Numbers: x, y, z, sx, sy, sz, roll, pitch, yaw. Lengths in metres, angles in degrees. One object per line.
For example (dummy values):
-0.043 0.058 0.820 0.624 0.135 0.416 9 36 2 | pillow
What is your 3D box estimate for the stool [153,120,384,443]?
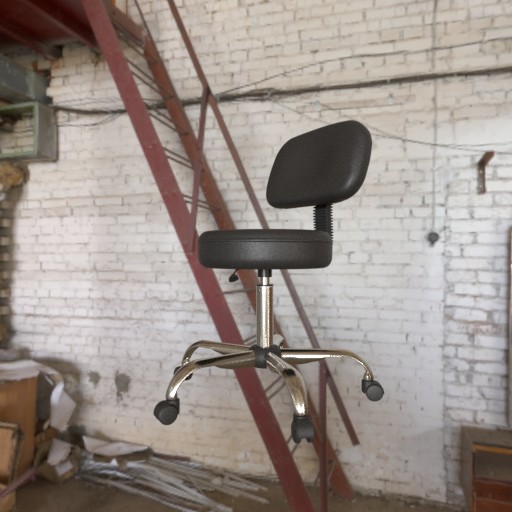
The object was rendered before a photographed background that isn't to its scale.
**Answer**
0.000 0.000 1.328 0.648 0.862 0.673 0 0 -38 | stool
